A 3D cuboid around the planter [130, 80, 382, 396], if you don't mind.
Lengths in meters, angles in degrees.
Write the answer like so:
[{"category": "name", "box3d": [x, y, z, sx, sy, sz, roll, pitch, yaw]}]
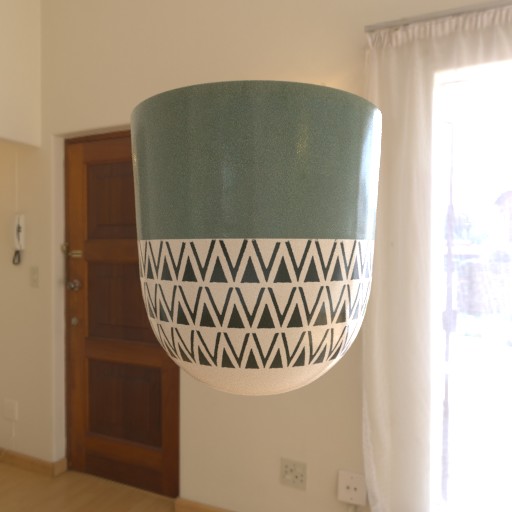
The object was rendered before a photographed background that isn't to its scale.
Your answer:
[{"category": "planter", "box3d": [0.000, 0.000, 0.365, 0.198, 0.214, 0.198, 0, 1, 0]}]
